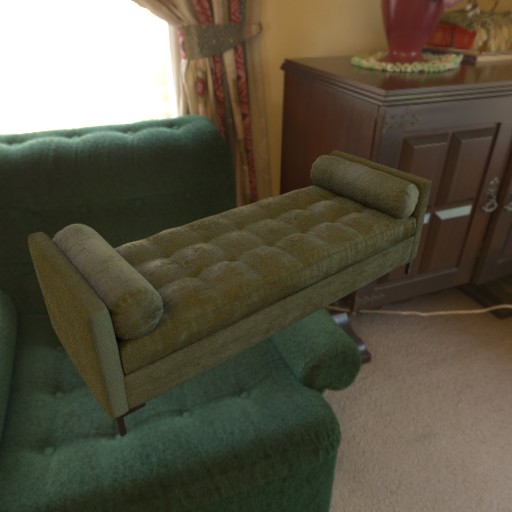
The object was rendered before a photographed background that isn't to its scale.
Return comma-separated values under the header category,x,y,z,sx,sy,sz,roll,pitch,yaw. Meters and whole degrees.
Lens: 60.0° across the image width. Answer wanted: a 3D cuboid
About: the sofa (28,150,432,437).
category,x,y,z,sx,sy,sz,roll,pitch,yaw
sofa,0.000,0.000,2.502,2.130,0.681,0.817,-22,37,-32
